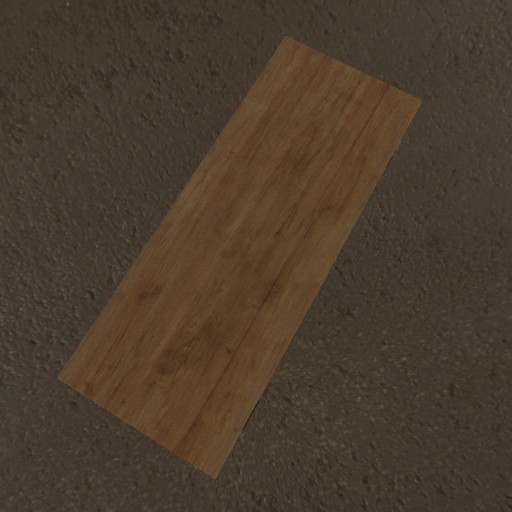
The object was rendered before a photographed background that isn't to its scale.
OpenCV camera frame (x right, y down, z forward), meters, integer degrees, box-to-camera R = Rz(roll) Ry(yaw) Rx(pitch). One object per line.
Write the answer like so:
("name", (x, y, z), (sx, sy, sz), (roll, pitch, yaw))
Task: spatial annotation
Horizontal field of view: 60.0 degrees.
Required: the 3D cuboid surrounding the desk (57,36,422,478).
("desk", (0.000, 0.000, 1.926), (0.600, 0.760, 1.520), (29, 77, 8))
